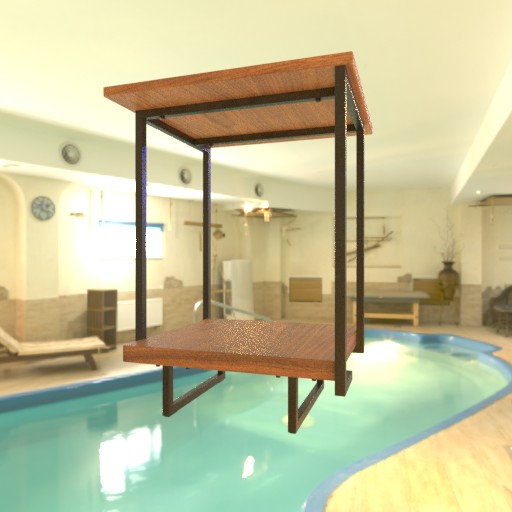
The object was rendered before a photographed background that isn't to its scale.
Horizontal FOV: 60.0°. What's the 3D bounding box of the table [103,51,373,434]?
[{"bbox_3d":[0.000,0.000,0.859,0.411,0.567,0.384,0,0,19],"label":"table"}]
